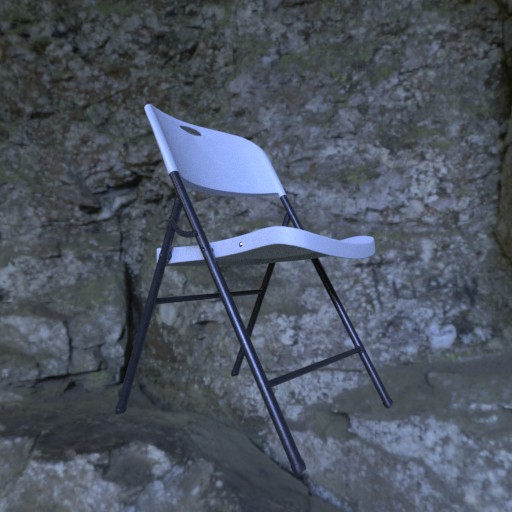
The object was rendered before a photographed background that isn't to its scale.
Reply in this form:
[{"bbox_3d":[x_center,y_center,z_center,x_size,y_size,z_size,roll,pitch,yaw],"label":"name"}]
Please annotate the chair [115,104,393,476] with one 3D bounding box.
[{"bbox_3d":[0.000,0.000,1.173,0.566,0.810,0.494,0,-1,37],"label":"chair"}]
